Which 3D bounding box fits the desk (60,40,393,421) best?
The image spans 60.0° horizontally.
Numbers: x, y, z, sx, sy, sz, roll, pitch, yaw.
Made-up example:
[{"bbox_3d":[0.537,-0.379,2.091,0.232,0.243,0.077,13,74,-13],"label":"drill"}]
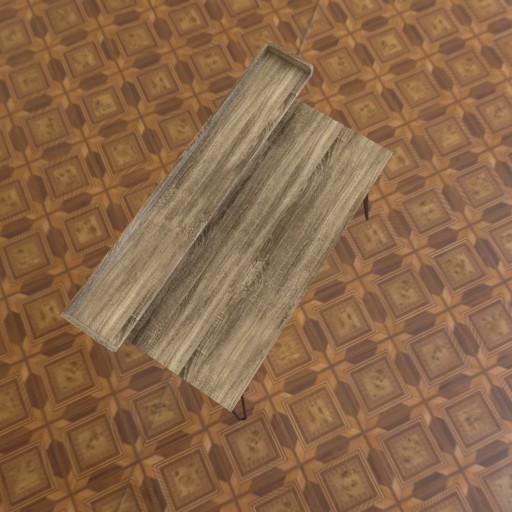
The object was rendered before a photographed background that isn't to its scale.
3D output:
[{"bbox_3d":[0.000,0.000,1.672,0.605,0.899,1.135,32,78,8],"label":"desk"}]
